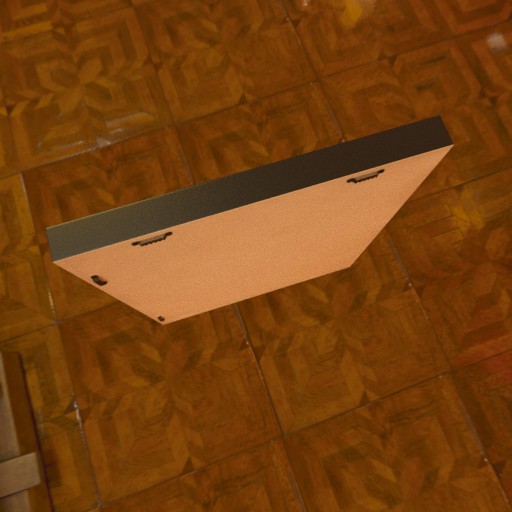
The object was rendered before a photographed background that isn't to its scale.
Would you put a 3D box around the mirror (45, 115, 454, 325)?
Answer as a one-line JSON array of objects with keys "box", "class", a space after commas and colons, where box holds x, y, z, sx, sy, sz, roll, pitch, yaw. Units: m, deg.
[{"box": [0.000, 0.000, 0.675, 0.406, 0.509, 0.041, -17, 75, -5], "class": "mirror"}]
